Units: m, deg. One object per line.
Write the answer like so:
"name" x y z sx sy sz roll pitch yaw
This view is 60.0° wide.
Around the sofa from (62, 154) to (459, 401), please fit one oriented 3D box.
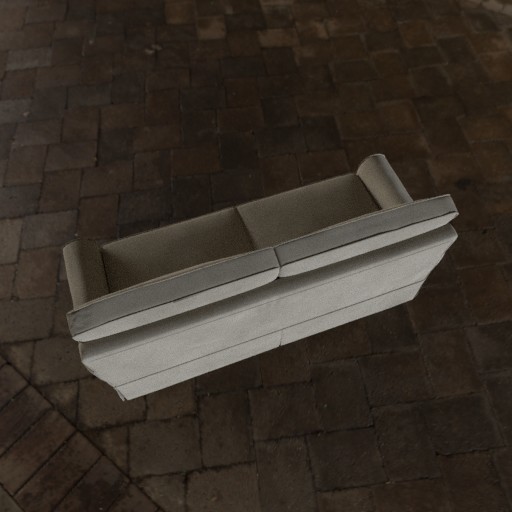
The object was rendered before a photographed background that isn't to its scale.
"sofa" 0.000 0.000 2.779 2.246 1.014 0.900 -17 60 -10
